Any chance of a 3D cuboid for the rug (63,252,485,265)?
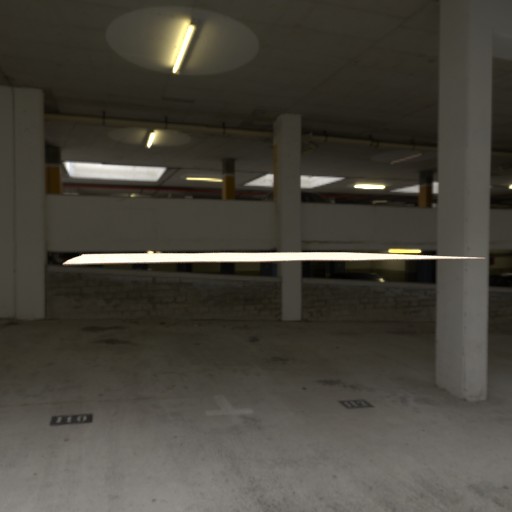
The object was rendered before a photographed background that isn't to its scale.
[{"bbox_3d":[0.000,0.000,4.413,3.365,0.020,2.452,-1,2,-19],"label":"rug"}]
